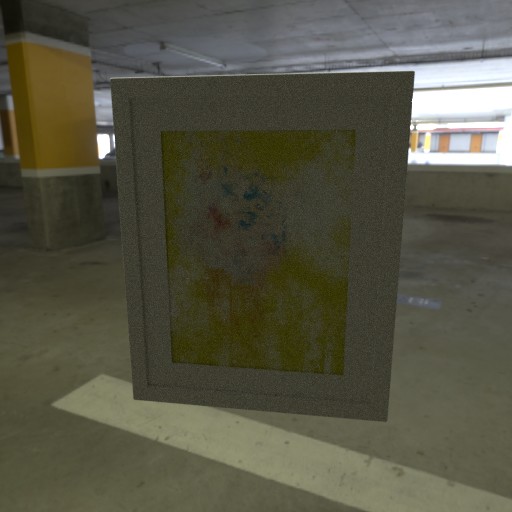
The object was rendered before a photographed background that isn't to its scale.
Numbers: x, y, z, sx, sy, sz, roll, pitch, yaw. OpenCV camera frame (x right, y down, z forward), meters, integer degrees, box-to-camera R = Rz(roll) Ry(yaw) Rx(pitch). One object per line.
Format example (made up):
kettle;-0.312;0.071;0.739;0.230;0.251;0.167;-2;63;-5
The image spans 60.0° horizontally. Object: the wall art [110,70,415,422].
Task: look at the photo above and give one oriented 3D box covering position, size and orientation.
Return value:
wall art;0.000;0.000;0.731;0.454;0.556;0.028;2;14;8
